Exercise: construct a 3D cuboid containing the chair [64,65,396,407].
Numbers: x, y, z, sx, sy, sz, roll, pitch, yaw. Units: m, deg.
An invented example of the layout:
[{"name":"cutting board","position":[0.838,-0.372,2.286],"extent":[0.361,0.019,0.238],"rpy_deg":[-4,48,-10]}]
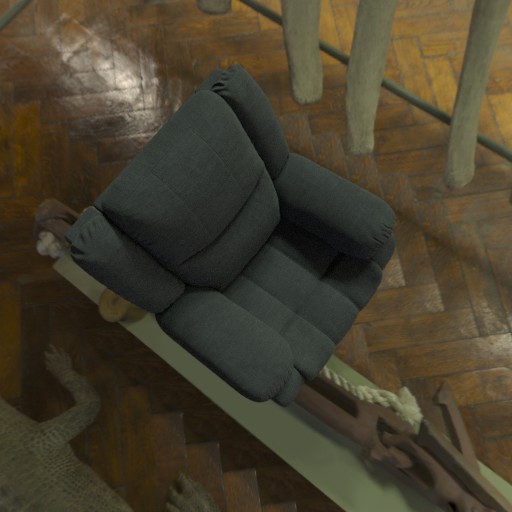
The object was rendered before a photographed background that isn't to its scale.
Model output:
[{"name":"chair","position":[0.000,0.000,1.760],"extent":[0.944,1.008,0.899],"rpy_deg":[36,78,9]}]
